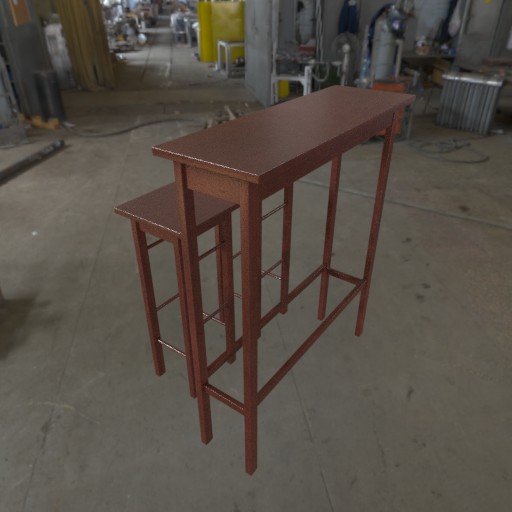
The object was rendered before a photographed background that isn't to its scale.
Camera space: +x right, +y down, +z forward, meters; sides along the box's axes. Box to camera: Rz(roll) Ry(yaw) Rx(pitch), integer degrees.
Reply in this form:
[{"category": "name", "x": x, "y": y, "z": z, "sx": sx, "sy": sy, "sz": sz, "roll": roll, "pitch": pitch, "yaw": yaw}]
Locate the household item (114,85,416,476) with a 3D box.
[{"category": "household item", "x": 0.000, "y": 0.000, "z": 1.632, "sx": 0.676, "sy": 1.067, "sz": 0.914, "roll": 21, "pitch": 37, "yaw": 30}]
